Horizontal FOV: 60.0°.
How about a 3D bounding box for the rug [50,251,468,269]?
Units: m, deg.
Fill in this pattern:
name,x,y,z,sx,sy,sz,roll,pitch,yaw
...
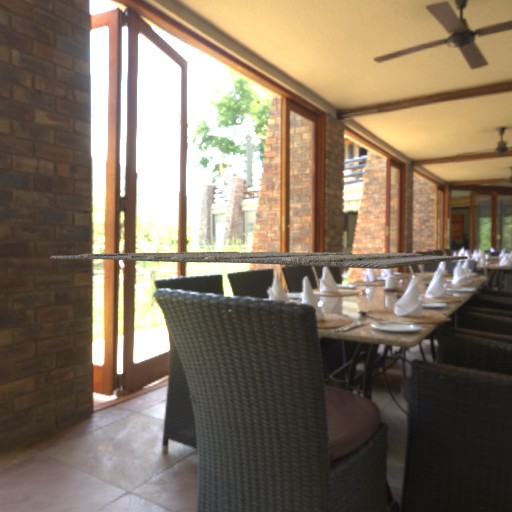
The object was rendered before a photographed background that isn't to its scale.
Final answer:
name,x,y,z,sx,sy,sz,roll,pitch,yaw
rug,0.000,0.000,2.323,1.823,0.030,1.222,1,2,36
